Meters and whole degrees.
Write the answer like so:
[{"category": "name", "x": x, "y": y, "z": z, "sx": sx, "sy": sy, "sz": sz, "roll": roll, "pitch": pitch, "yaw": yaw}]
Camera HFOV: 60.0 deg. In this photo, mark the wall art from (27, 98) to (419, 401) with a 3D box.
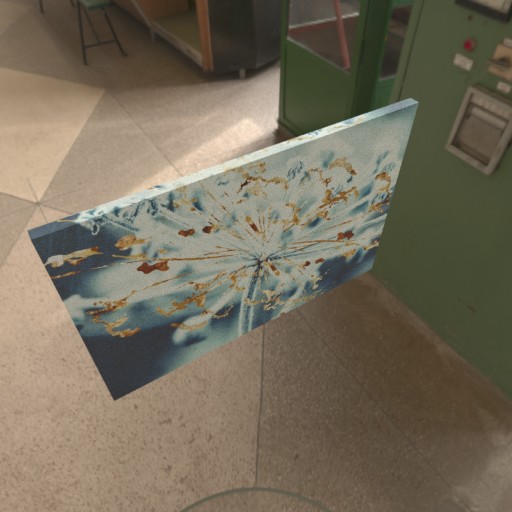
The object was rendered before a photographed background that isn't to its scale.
[{"category": "wall art", "x": 0.000, "y": 0.000, "z": 1.427, "sx": 1.138, "sy": 0.759, "sz": 0.035, "roll": -24, "pitch": 51, "yaw": -21}]
